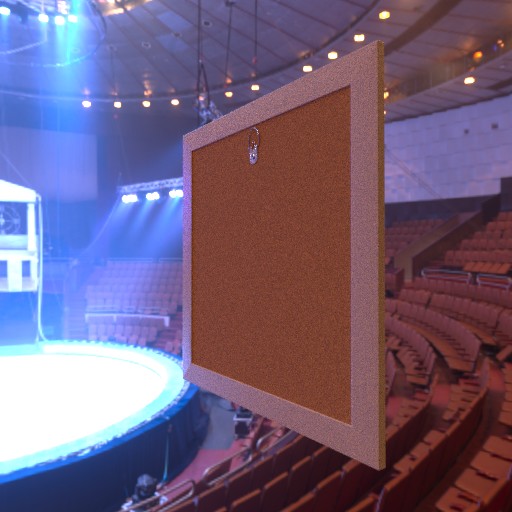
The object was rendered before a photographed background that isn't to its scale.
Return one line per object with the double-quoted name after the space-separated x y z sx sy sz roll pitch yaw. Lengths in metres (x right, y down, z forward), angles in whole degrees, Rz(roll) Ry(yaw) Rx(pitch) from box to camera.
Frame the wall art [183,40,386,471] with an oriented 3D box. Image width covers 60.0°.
0.000 0.000 0.827 0.015 0.577 0.572 0 -1 -36 "wall art"
